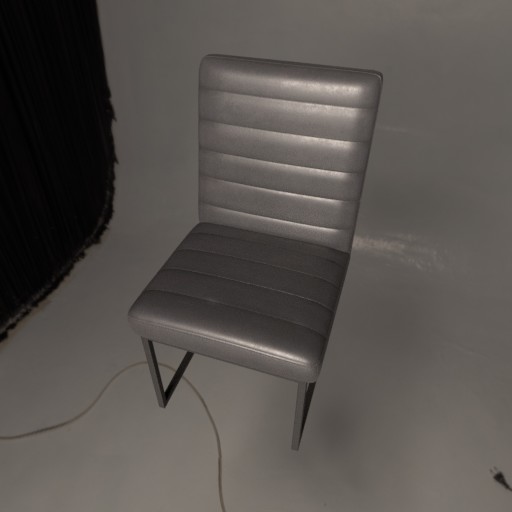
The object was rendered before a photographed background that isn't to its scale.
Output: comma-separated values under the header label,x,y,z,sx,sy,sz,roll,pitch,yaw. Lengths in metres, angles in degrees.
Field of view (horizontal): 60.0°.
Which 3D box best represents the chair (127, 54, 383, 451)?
label,x,y,z,sx,sy,sz,roll,pitch,yaw
chair,0.000,0.000,1.295,0.520,0.930,0.634,12,42,14
